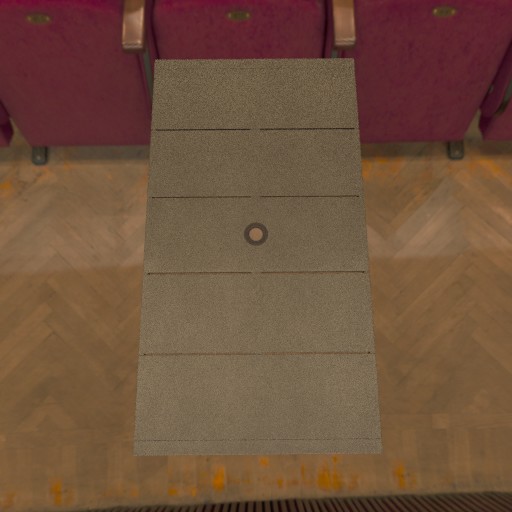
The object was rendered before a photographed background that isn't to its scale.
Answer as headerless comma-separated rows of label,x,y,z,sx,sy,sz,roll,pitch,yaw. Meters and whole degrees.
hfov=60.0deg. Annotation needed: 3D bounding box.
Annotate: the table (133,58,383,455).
table,0.000,0.000,2.176,0.914,0.735,1.680,0,76,0
